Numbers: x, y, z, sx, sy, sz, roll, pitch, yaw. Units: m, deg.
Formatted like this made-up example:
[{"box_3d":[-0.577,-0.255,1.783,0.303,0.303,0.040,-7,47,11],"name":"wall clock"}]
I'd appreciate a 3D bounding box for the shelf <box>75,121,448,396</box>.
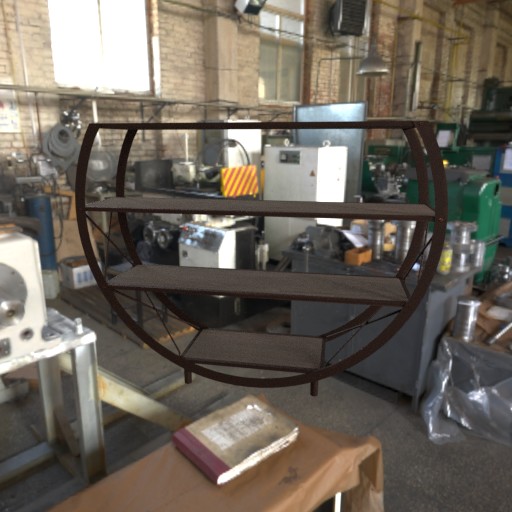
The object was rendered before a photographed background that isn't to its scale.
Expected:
[{"box_3d":[0.000,0.000,1.858,1.403,1.063,0.344,3,15,10],"name":"shelf"}]
